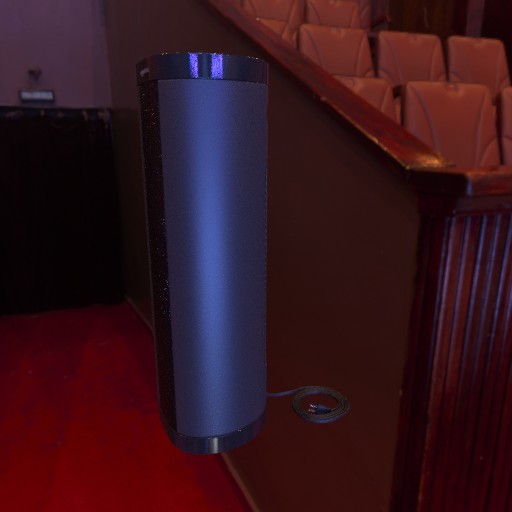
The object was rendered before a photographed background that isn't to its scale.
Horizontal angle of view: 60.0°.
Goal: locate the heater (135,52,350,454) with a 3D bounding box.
[{"bbox_3d":[0.000,0.000,0.691,0.312,0.552,0.174,-8,17,-25],"label":"heater"}]
